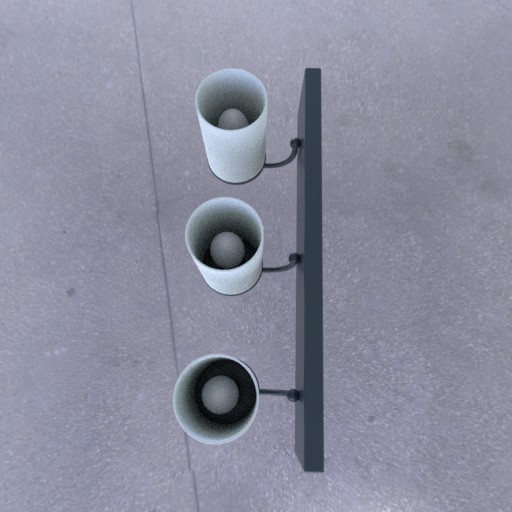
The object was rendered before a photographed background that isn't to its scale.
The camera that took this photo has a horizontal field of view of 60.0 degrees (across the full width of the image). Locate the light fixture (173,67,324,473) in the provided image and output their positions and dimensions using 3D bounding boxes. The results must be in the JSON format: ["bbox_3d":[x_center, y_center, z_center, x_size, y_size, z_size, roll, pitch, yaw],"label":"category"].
[{"bbox_3d":[0.000,0.000,0.529,0.145,0.172,0.451,2,75,0],"label":"light fixture"}]
